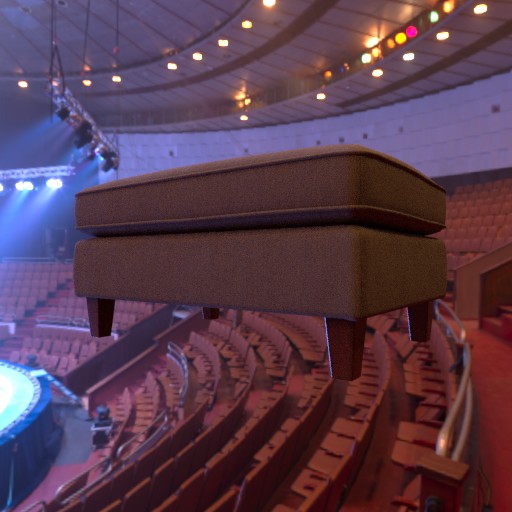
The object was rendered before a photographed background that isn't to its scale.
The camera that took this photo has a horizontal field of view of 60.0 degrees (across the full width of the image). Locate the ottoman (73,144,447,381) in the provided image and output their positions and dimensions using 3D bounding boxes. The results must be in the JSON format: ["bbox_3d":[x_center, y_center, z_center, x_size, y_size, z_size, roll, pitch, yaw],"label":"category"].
[{"bbox_3d":[0.000,0.000,1.294,0.941,0.480,0.636,0,-1,36],"label":"ottoman"}]
